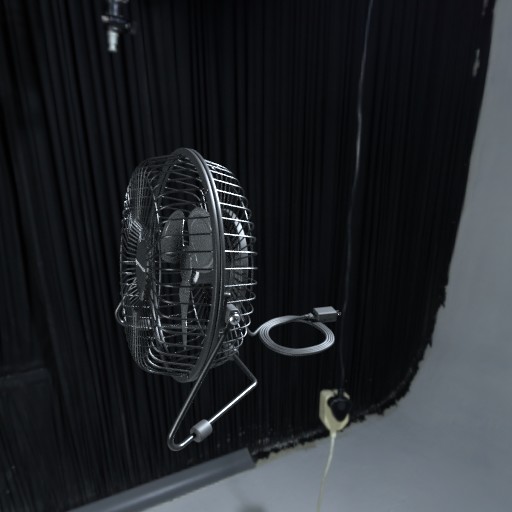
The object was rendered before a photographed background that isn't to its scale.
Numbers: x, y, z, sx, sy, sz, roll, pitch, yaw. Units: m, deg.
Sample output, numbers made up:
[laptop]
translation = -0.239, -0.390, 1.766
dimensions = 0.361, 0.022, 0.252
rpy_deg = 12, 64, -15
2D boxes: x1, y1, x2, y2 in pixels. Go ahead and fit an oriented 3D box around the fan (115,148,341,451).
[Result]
[fan]
translation = 0.000, 0.000, 0.388
dimensions = 0.227, 0.188, 0.209
rpy_deg = -8, 20, -24
